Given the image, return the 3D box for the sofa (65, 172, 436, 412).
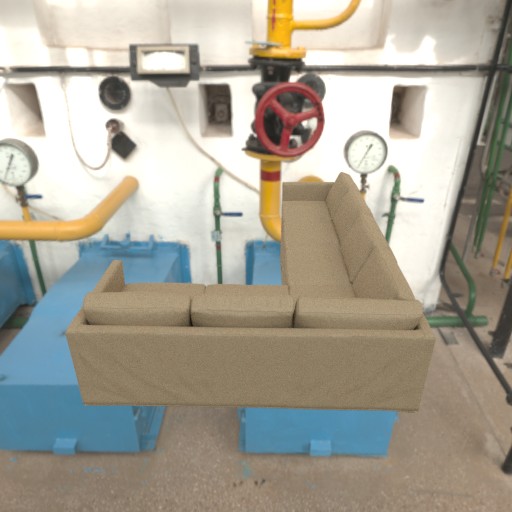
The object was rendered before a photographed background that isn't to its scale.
[{"bbox_3d":[0.000,0.000,4.377,2.432,0.871,3.182,1,28,1],"label":"sofa"}]
